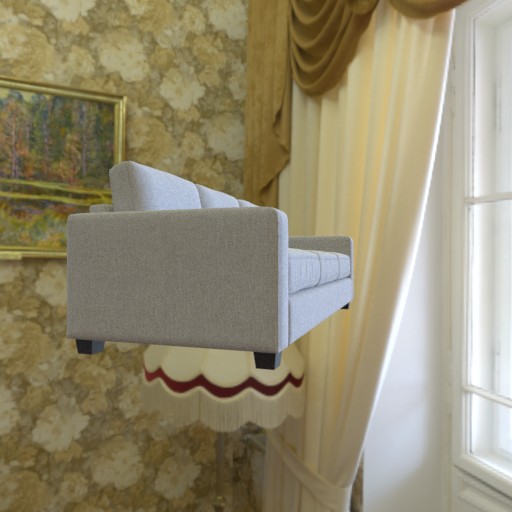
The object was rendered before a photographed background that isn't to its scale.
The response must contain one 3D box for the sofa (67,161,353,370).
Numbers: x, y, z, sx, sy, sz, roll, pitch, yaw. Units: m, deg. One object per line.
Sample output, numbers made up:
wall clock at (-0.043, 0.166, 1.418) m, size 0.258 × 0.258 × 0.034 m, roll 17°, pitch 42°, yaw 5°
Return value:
sofa at (0.000, 0.000, 2.619) m, size 0.900 × 0.800 × 2.120 m, roll 0°, pitch 0°, yaw 19°
